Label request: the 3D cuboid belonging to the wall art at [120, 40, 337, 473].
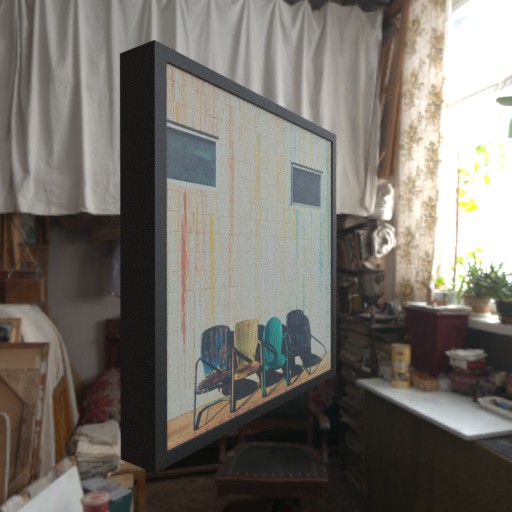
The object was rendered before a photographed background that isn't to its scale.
[{"bbox_3d":[0.000,0.000,0.445,0.038,0.304,0.304,0,1,35],"label":"wall art"}]
